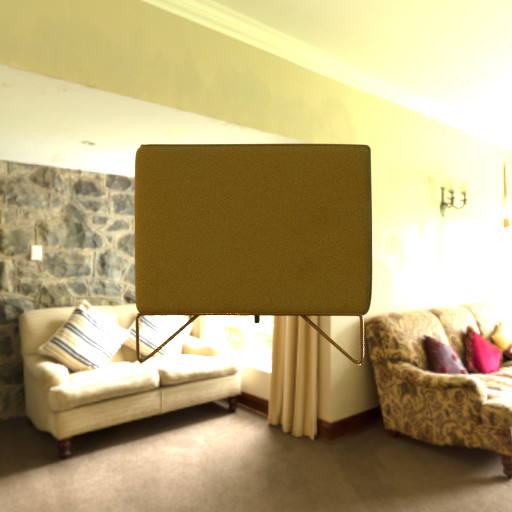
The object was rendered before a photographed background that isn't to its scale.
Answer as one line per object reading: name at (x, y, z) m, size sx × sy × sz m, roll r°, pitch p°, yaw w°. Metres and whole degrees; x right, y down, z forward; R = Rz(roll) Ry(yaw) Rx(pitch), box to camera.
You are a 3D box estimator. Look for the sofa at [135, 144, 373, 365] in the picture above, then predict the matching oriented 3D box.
sofa at (0.000, 0.000, 2.595) m, size 0.867 × 0.789 × 2.087 m, roll 0°, pitch 0°, yaw 1°
